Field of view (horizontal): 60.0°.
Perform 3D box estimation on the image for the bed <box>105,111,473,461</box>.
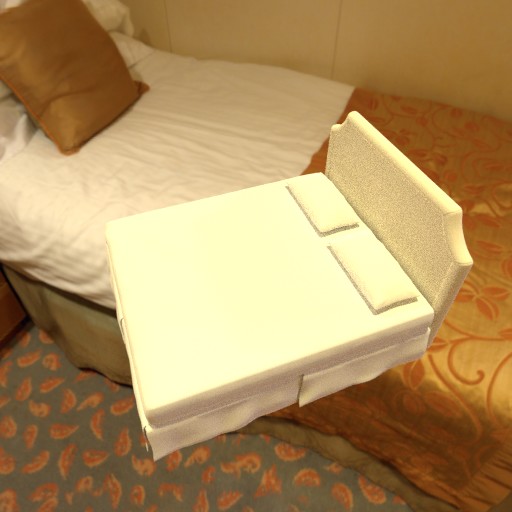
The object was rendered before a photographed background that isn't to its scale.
[{"bbox_3d":[0.000,0.000,4.125,2.773,1.590,2.350,-15,48,-14],"label":"bed"}]
